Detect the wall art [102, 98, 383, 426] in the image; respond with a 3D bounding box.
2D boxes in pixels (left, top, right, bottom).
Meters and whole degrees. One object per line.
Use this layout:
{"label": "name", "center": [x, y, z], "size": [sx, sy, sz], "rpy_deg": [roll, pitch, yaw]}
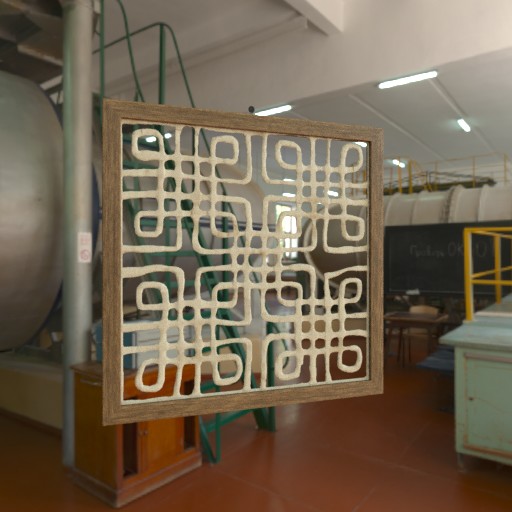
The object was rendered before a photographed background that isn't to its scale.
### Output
{"label": "wall art", "center": [0.000, 0.000, 0.856], "size": [0.561, 0.582, 0.021], "rpy_deg": [0, 0, -19]}
